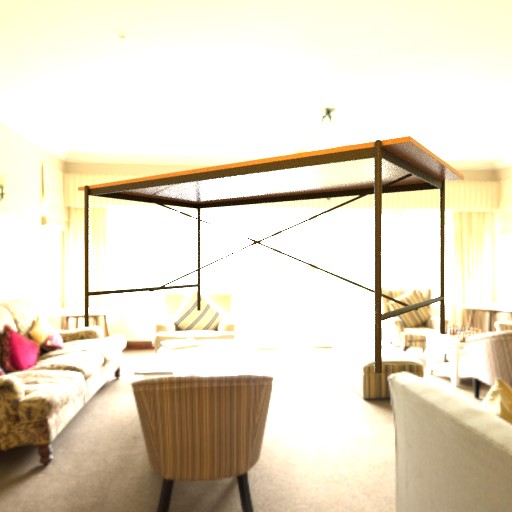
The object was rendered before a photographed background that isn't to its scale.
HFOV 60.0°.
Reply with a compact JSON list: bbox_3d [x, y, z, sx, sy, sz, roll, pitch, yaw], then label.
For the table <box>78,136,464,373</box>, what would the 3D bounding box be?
[{"bbox_3d":[0.000,0.000,2.264,1.800,0.758,0.900,0,0,36],"label":"table"}]
